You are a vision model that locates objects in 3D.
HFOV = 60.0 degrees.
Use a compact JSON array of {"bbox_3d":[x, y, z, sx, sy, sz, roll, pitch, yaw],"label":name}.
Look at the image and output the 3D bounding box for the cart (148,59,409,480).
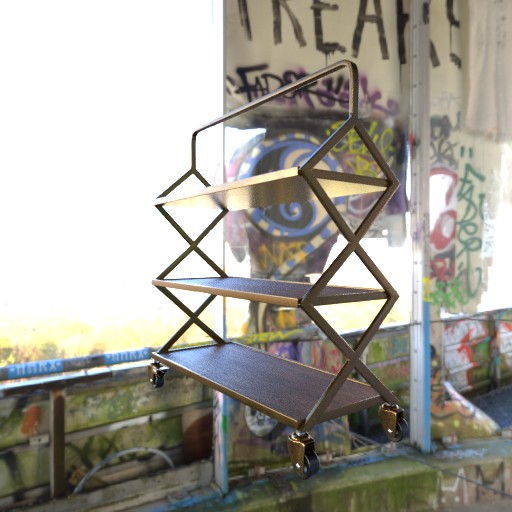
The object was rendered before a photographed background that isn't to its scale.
[{"bbox_3d":[0.000,0.000,1.158,0.313,0.805,0.723,-1,1,-36],"label":"cart"}]
